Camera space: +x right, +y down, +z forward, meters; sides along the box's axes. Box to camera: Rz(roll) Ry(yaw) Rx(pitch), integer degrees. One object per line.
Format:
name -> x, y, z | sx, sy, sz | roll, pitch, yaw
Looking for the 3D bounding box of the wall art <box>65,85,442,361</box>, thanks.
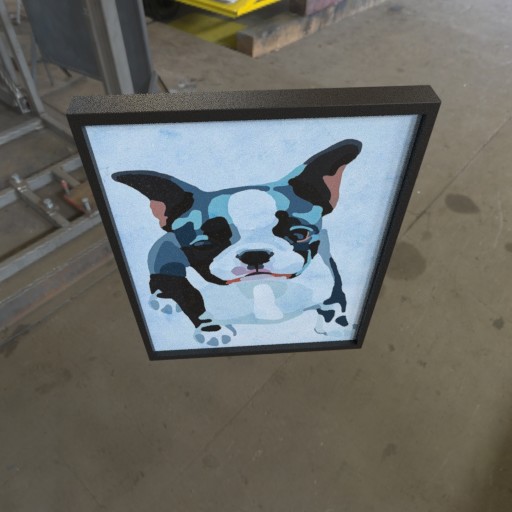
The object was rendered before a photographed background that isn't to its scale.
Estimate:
wall art -> 0.000, 0.000, 0.490 | 0.294, 0.369, 0.030 | -3, 47, -3
